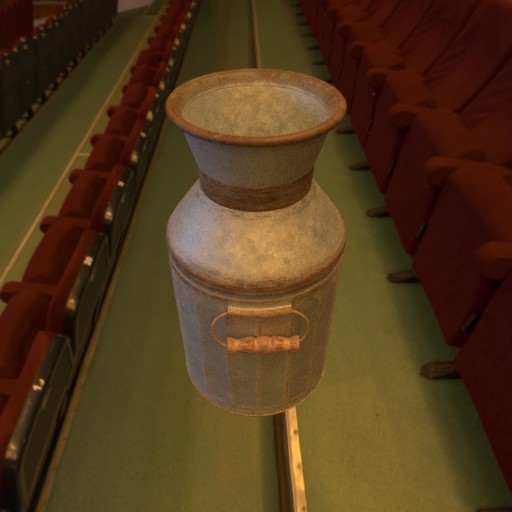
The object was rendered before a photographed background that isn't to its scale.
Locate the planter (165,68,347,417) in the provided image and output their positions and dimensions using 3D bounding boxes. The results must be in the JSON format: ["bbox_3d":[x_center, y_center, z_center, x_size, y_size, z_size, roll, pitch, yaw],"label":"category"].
[{"bbox_3d":[0.000,0.000,0.549,0.214,0.396,0.245,-1,41,-2],"label":"planter"}]
